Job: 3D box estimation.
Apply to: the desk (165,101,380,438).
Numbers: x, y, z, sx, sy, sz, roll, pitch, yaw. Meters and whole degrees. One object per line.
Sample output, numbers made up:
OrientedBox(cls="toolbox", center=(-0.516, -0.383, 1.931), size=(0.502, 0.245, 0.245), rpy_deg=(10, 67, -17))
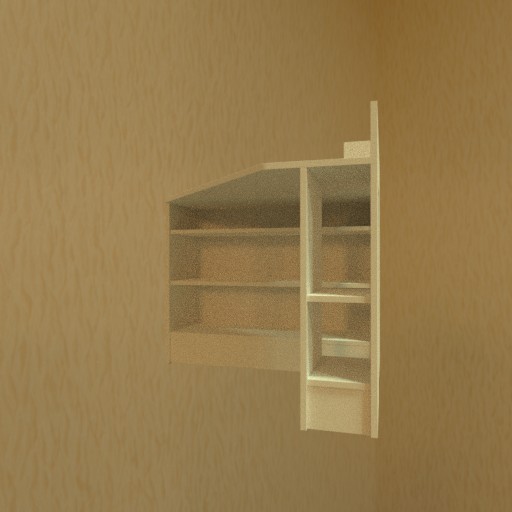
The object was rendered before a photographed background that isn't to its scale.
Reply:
OrientedBox(cls="desk", center=(0.000, 0.000, 1.760), size=(0.940, 0.986, 0.940), rpy_deg=(0, 0, 16))
